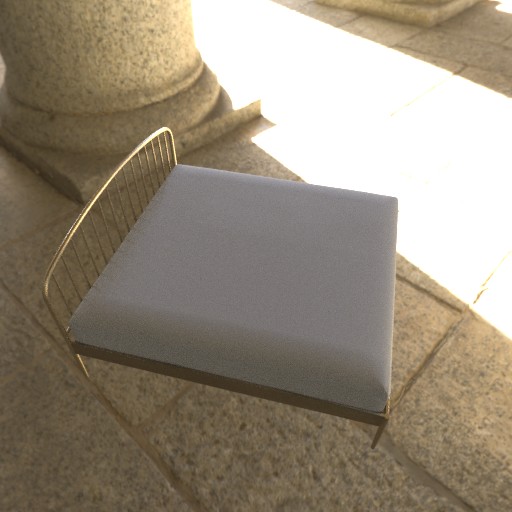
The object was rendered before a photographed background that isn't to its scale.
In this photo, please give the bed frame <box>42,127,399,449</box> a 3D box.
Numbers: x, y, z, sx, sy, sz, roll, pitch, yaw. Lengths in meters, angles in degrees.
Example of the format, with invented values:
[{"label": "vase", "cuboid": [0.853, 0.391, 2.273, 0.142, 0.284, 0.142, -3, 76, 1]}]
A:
[{"label": "bed frame", "cuboid": [0.000, 0.000, 3.410, 2.152, 1.174, 2.016, 10, 46, 10]}]
